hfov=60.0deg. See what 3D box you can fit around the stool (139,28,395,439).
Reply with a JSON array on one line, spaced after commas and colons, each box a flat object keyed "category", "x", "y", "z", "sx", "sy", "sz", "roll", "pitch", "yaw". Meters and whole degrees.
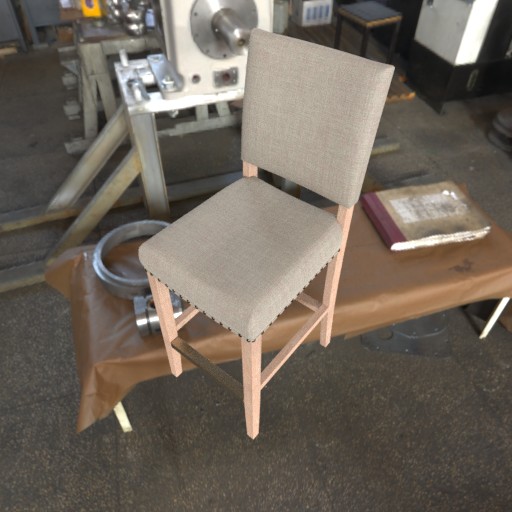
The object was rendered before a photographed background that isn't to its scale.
[{"category": "stool", "x": 0.000, "y": 0.000, "z": 1.440, "sx": 0.445, "sy": 1.173, "sz": 0.585, "roll": 30, "pitch": 52, "yaw": 27}]
